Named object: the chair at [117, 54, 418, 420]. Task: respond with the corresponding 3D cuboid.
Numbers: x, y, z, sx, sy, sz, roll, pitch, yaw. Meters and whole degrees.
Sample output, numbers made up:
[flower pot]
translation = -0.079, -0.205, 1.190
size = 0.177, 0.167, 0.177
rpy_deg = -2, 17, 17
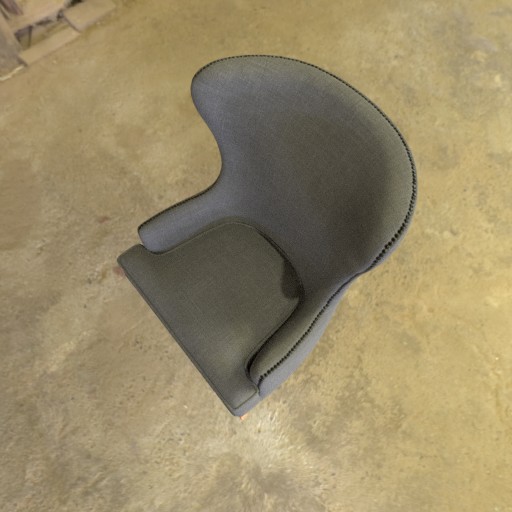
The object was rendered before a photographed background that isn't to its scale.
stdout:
[chair]
translation = 0.000, 0.000, 1.779
size = 0.883, 1.176, 0.864
rpy_deg = -37, 69, -16
